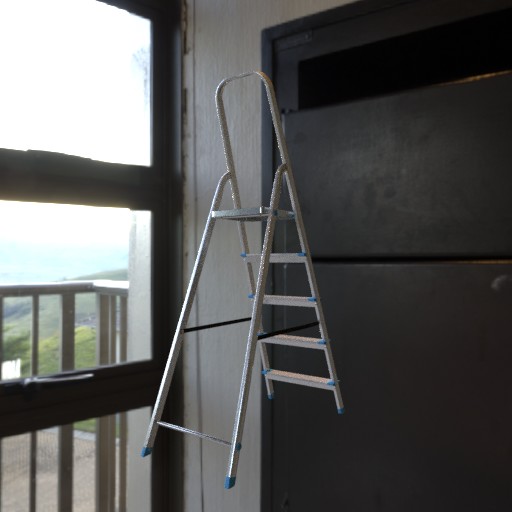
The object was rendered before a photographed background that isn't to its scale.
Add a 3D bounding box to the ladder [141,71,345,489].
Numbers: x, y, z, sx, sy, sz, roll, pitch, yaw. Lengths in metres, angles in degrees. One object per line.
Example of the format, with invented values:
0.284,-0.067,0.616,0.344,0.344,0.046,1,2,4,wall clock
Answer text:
0.000,0.000,2.099,0.468,1.648,0.990,-1,-1,35,ladder
